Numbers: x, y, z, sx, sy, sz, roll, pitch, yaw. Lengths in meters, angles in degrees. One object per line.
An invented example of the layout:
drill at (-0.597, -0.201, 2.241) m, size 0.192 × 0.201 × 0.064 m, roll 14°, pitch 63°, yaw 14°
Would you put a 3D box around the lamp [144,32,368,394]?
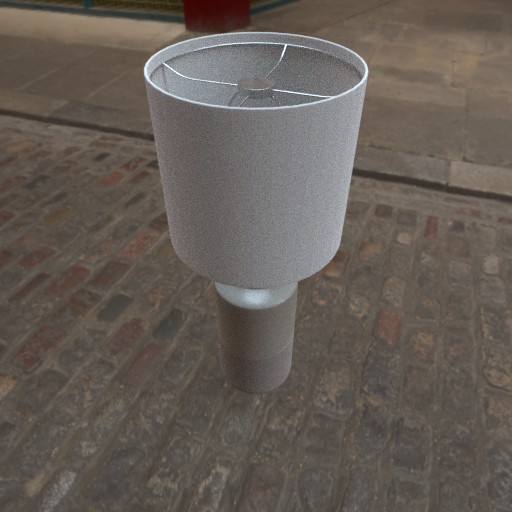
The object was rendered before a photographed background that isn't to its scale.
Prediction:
lamp at (0.000, 0.000, 0.588) m, size 0.212 × 0.493 × 0.212 m, roll 13°, pitch 43°, yaw 15°
